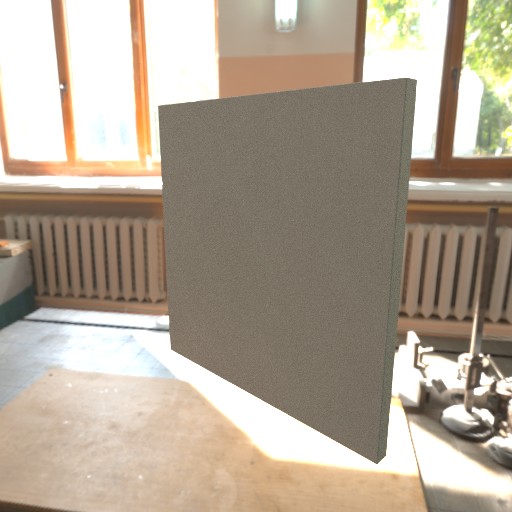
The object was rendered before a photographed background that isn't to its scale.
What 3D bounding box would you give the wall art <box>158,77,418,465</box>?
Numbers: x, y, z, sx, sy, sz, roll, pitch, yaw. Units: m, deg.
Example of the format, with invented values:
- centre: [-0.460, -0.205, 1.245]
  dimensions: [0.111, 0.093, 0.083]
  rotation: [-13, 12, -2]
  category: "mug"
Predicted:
- centre: [0.000, 0.000, 1.112]
  dimensions: [0.040, 0.762, 0.762]
  rotation: [-13, 19, -43]
  category: "wall art"
